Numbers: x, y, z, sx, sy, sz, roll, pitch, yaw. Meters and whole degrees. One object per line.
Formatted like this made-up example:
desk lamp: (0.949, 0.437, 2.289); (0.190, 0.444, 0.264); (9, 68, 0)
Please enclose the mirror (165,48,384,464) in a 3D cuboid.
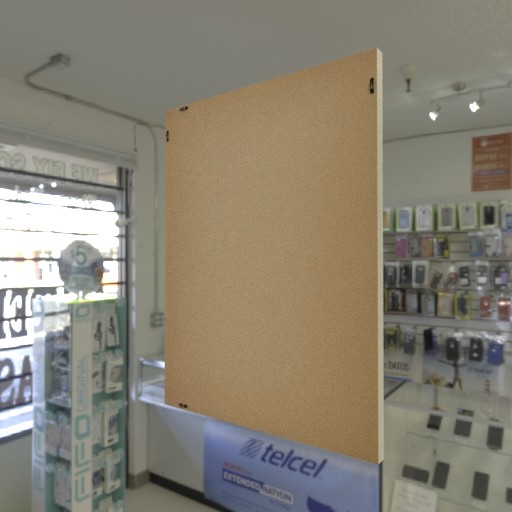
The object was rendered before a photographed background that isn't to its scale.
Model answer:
mirror: (0.000, 0.000, 1.319); (0.762, 1.016, 0.040); (-1, -1, 37)
